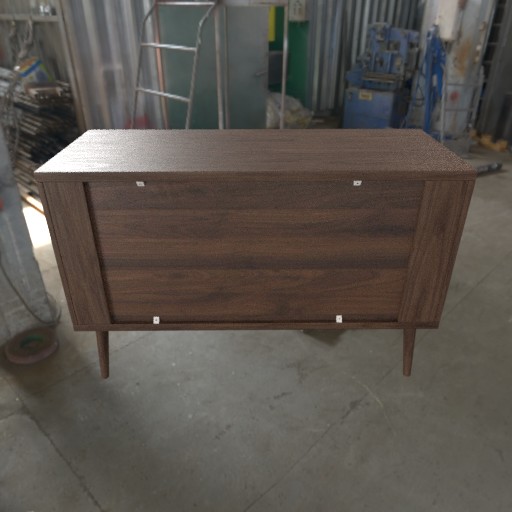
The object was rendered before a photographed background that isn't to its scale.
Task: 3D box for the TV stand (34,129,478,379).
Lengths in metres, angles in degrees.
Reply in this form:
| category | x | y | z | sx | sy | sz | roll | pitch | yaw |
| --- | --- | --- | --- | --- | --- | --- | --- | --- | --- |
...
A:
| category | x | y | z | sx | sy | sz | roll | pitch | yaw |
| --- | --- | --- | --- | --- | --- | --- | --- | --- | --- |
| TV stand | 0.000 | 0.000 | 1.324 | 0.990 | 0.660 | 0.405 | 0 | 29 | -1 |
